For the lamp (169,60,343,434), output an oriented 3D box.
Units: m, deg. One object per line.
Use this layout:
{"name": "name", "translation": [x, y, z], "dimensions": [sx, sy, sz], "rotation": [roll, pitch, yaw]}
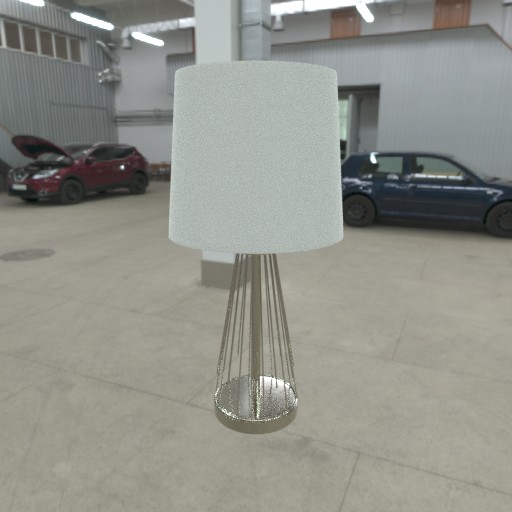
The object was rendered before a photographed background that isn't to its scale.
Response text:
{"name": "lamp", "translation": [0.000, 0.000, 0.794], "dimensions": [0.303, 0.618, 0.303], "rotation": [0, 14, 0]}
